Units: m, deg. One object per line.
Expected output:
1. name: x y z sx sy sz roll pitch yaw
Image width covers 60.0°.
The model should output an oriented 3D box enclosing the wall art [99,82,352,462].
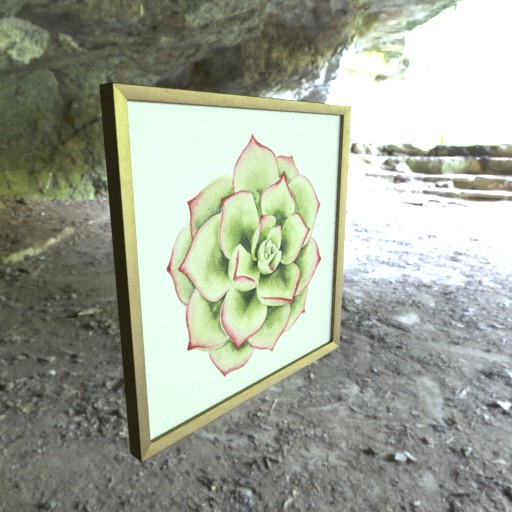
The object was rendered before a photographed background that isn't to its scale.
1. wall art: 0.000 0.000 0.750 0.031 0.506 0.503 14 20 42
